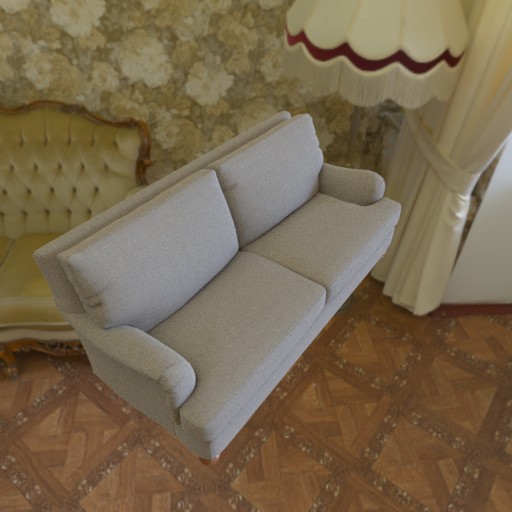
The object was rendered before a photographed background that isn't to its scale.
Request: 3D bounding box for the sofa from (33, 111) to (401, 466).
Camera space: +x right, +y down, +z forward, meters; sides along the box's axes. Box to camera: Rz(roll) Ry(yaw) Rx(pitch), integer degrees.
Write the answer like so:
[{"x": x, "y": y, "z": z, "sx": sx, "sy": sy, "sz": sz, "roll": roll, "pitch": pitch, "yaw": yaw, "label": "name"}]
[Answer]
[{"x": 0.000, "y": 0.000, "z": 2.752, "sx": 1.087, "sy": 1.054, "sz": 2.160, "roll": 26, "pitch": 47, "yaw": 27, "label": "sofa"}]
